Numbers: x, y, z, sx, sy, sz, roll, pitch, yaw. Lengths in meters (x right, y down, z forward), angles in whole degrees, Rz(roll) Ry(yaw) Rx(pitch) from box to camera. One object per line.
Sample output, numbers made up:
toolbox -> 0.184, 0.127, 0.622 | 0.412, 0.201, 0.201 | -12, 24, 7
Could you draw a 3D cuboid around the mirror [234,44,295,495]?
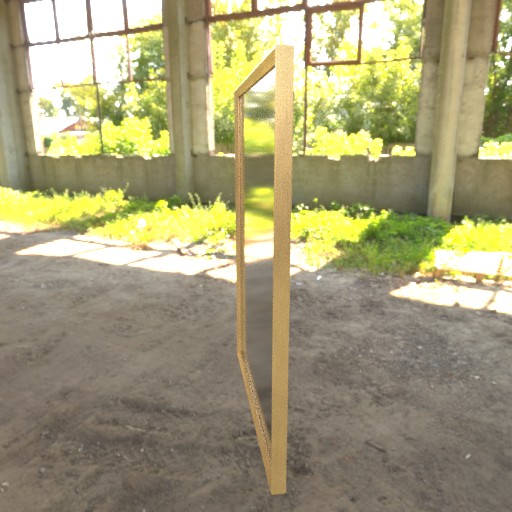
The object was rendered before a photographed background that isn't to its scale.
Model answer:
mirror -> 0.000, 0.000, 1.329 | 0.041, 1.016, 0.762 | -2, 14, -8
